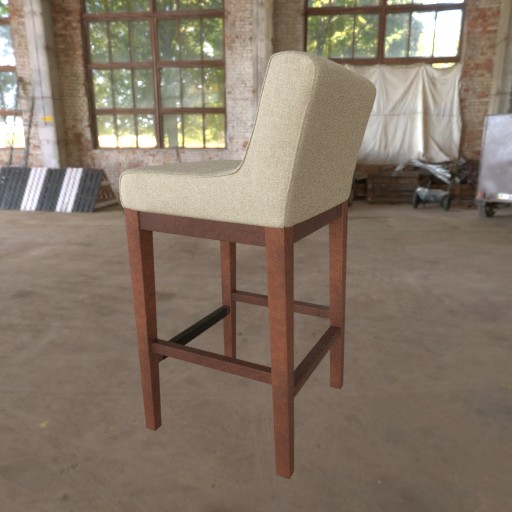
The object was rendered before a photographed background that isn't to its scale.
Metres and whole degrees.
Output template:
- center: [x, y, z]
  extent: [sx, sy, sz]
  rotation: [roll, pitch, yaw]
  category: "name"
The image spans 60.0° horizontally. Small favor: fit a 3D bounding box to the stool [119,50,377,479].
- center: [0.000, 0.000, 1.207]
  extent: [0.500, 0.937, 0.511]
  rotation: [7, 17, 25]
  category: "stool"
